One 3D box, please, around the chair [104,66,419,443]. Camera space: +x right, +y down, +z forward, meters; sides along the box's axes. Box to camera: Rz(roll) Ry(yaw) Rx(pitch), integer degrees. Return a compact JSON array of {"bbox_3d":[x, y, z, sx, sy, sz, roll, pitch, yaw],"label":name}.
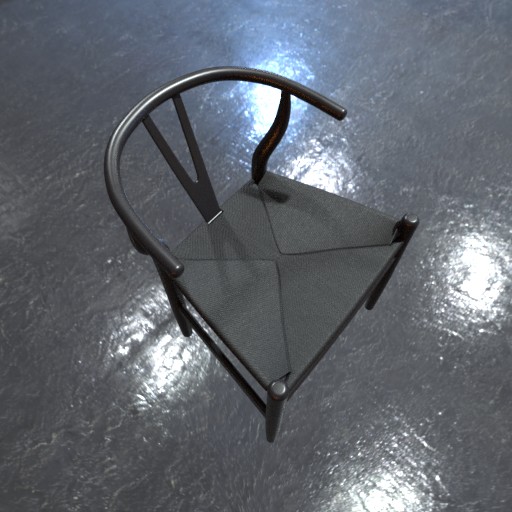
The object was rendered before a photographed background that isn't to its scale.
[{"bbox_3d":[0.000,0.000,1.142,0.579,0.730,0.569,34,64,20],"label":"chair"}]
